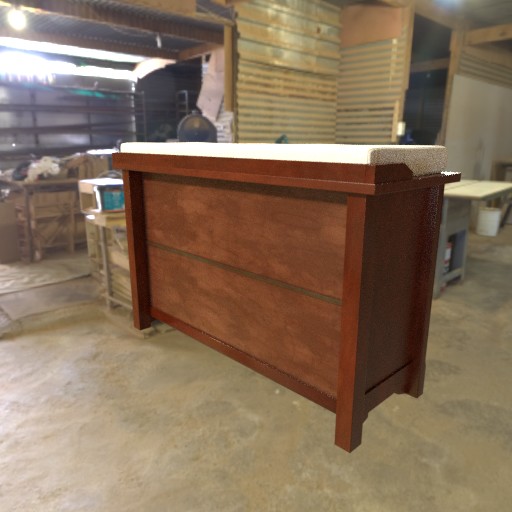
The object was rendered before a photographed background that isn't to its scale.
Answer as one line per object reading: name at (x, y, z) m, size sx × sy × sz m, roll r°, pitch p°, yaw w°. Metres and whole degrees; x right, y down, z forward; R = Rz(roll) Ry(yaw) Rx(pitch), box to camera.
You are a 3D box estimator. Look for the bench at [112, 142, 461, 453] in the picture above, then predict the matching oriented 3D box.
bench at (0.000, 0.000, 1.313) m, size 0.369 × 0.646 × 0.987 m, roll -14°, pitch 20°, yaw -42°
